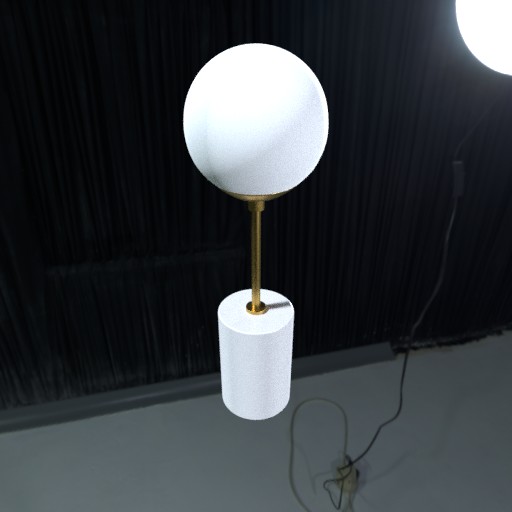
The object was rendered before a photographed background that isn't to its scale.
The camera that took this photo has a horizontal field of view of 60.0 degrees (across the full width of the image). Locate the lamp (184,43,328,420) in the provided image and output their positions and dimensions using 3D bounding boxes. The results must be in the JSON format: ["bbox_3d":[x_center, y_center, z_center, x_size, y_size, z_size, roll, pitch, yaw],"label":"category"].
[{"bbox_3d":[0.000,0.000,0.555,0.153,0.480,0.153,0,30,0],"label":"lamp"}]
